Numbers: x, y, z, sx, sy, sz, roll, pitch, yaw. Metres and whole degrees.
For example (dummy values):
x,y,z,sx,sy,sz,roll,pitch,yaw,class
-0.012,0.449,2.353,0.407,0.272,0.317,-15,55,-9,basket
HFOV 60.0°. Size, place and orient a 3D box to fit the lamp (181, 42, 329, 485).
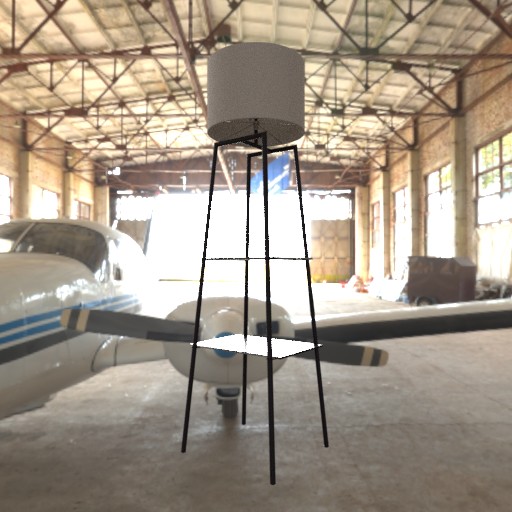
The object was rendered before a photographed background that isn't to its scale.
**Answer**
x,y,z,sx,sy,sz,roll,pitch,yaw,class
0.000,0.000,1.703,0.427,1.474,0.384,-1,-2,37,lamp
